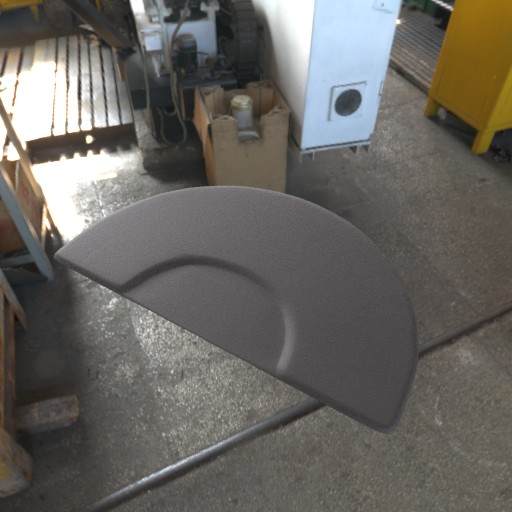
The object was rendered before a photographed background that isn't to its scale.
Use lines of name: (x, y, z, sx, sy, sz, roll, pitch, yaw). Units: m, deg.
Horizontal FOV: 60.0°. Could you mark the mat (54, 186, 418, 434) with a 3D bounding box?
mat: (0.000, 0.000, 1.904, 1.525, 0.022, 0.917, 23, 50, 21)
